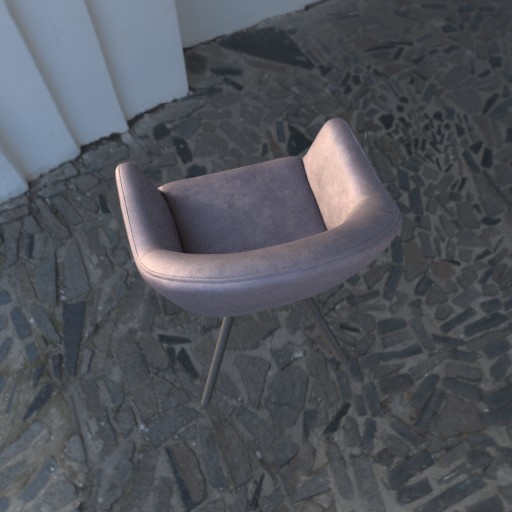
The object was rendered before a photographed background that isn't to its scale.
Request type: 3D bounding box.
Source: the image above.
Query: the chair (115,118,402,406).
[{"bbox_3d":[0.000,0.000,1.156,0.567,0.781,0.544,-14,61,-8],"label":"chair"}]
